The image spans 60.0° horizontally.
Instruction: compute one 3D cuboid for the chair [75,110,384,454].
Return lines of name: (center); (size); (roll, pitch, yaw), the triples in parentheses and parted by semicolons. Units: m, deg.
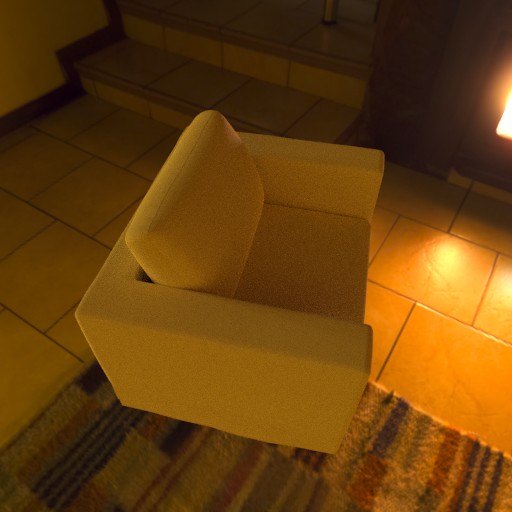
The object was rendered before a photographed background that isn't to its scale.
chair: (0.000, 0.000, 1.833); (0.957, 0.878, 1.150); (10, 49, 9)
